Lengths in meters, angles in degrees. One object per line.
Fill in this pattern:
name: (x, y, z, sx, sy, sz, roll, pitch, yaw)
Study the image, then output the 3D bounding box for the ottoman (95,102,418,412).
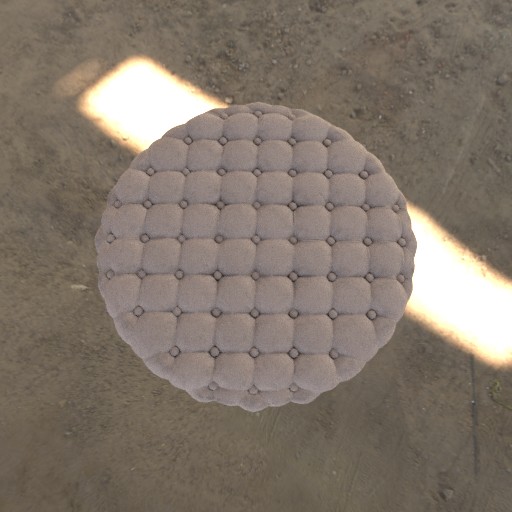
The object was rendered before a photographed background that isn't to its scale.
ottoman: (0.000, 0.000, 1.522, 0.998, 0.399, 0.998, 0, 74, 0)
